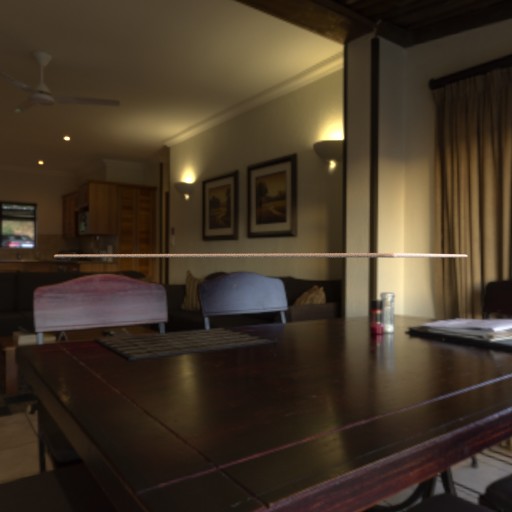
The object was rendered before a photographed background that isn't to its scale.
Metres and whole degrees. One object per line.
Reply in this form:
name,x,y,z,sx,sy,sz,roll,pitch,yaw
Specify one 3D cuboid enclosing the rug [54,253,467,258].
rug,0.000,0.000,2.116,1.676,0.013,1.067,0,0,35
